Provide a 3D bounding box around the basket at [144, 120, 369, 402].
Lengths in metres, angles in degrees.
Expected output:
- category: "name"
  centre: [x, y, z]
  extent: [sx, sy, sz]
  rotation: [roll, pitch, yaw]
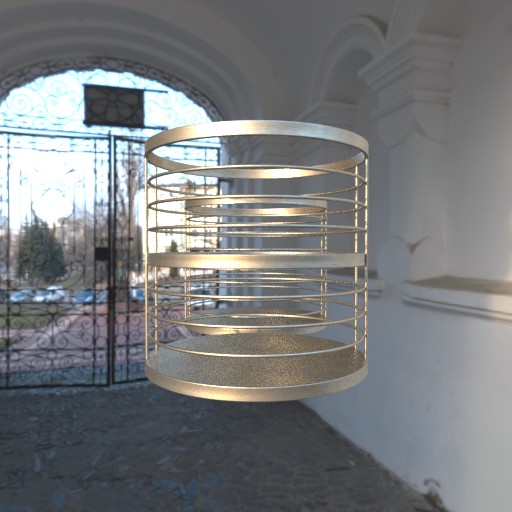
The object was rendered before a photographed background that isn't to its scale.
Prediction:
- category: "basket"
  centre: [0.000, 0.000, 0.921]
  extent: [0.356, 0.351, 0.746]
  rotation: [0, 1, 0]
